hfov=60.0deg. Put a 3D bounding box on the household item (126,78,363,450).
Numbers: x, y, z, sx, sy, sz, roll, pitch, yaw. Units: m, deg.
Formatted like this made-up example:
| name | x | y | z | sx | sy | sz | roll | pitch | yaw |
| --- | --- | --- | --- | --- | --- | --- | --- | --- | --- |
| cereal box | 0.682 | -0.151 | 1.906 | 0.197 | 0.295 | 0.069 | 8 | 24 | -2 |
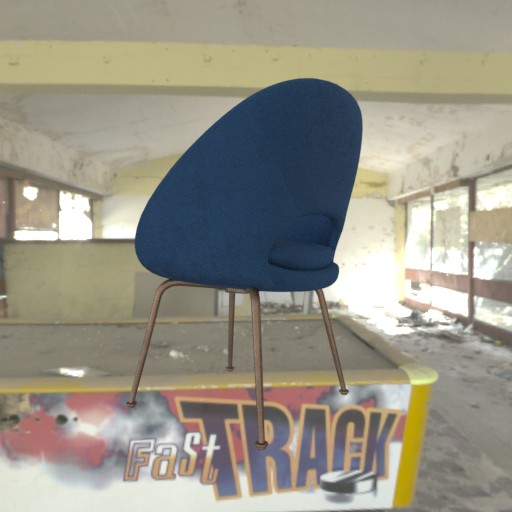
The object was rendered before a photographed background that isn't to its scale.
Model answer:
| name | x | y | z | sx | sy | sz | roll | pitch | yaw |
| --- | --- | --- | --- | --- | --- | --- | --- | --- | --- |
| household item | 0.000 | 0.000 | 1.277 | 0.573 | 0.852 | 0.623 | 1 | 1 | 35 |
